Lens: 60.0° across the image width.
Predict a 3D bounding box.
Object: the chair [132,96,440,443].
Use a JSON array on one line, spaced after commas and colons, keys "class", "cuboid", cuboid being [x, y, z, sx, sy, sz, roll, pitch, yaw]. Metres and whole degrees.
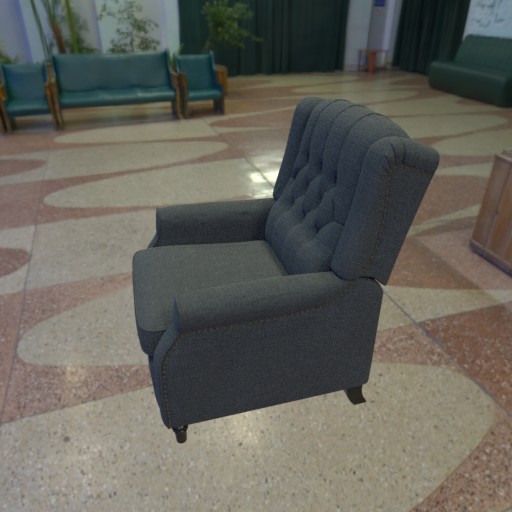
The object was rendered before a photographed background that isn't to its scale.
[{"class": "chair", "cuboid": [0.000, 0.000, 1.622, 0.898, 1.035, 0.742, -8, 31, -14]}]
